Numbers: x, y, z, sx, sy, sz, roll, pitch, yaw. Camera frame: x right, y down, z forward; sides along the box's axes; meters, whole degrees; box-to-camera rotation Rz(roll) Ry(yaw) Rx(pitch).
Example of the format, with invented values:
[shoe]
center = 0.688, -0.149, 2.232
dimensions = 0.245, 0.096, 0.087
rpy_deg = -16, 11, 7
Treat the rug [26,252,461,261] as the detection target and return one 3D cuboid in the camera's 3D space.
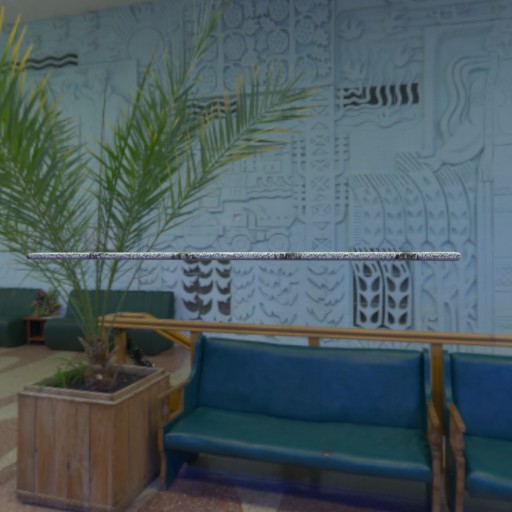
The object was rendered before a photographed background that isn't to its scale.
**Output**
[rug]
center = 0.000, 0.000, 2.289
dimensions = 1.778, 0.030, 1.219
rpy_deg = 0, 0, 17
